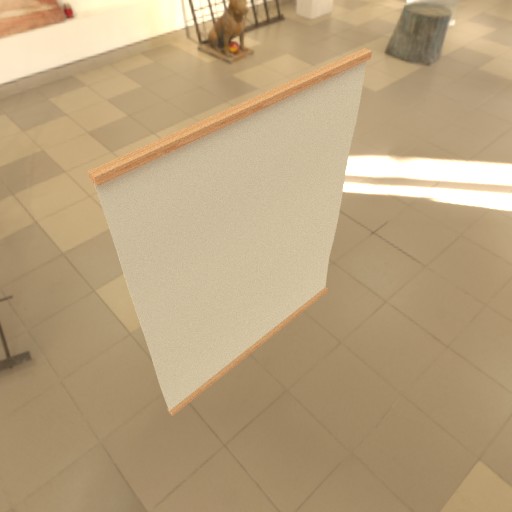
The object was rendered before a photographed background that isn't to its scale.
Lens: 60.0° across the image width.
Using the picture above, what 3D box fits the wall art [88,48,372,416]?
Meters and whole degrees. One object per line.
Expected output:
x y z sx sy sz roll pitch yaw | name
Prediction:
0.000 0.000 0.680 0.406 0.508 0.013 -34 55 -28 | wall art
